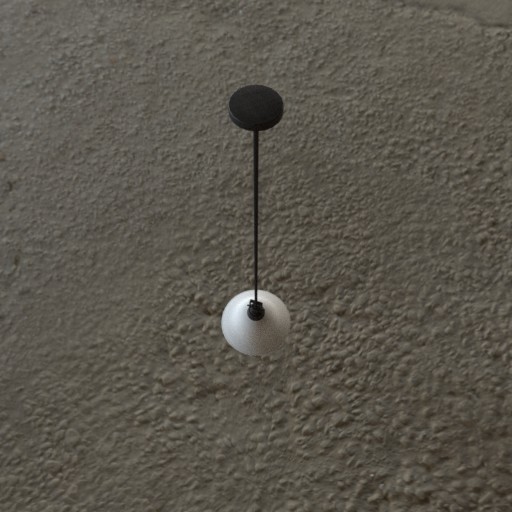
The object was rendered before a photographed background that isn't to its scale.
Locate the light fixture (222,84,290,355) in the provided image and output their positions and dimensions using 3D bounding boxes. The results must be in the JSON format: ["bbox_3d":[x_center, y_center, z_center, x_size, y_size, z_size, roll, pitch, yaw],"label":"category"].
[{"bbox_3d":[0.000,0.000,1.495,0.324,1.337,0.324,15,63,8],"label":"light fixture"}]
